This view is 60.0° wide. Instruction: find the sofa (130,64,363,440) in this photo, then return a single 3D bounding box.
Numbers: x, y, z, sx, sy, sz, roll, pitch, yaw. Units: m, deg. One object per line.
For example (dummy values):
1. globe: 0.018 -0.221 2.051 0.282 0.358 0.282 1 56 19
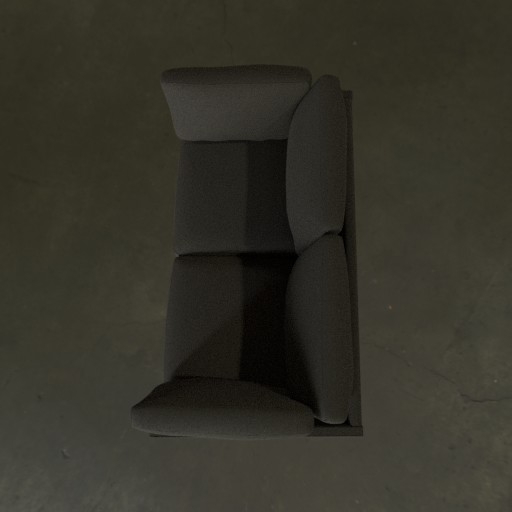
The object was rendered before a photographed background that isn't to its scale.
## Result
1. sofa: 0.000 0.000 2.331 0.969 0.920 1.751 1 76 0
